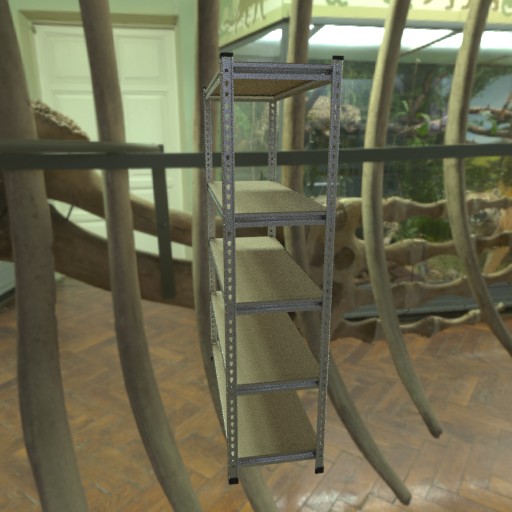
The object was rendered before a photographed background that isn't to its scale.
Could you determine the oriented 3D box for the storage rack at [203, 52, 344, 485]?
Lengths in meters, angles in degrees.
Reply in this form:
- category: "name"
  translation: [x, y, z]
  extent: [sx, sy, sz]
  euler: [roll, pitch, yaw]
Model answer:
- category: "storage rack"
  translation: [0.000, 0.000, 2.406]
  extent: [0.457, 1.829, 1.219]
  euler: [-3, 16, -9]
